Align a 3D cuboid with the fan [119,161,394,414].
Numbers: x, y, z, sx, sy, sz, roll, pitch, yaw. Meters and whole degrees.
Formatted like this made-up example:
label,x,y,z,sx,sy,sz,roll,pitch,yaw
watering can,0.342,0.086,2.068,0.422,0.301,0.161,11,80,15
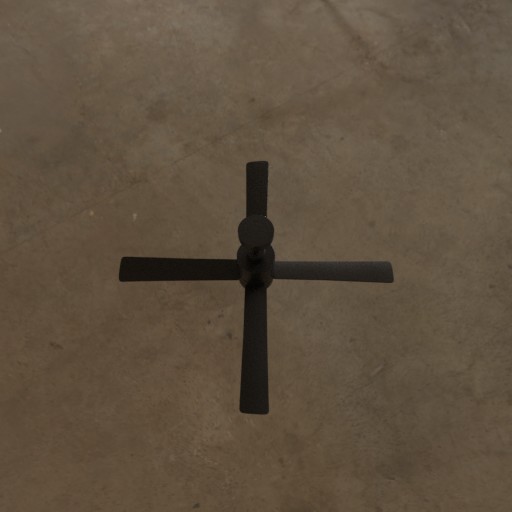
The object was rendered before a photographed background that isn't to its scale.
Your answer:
label,x,y,z,sx,sy,sz,roll,pitch,yaw
fan,0.000,0.000,2.316,1.525,0.534,1.525,1,63,1
